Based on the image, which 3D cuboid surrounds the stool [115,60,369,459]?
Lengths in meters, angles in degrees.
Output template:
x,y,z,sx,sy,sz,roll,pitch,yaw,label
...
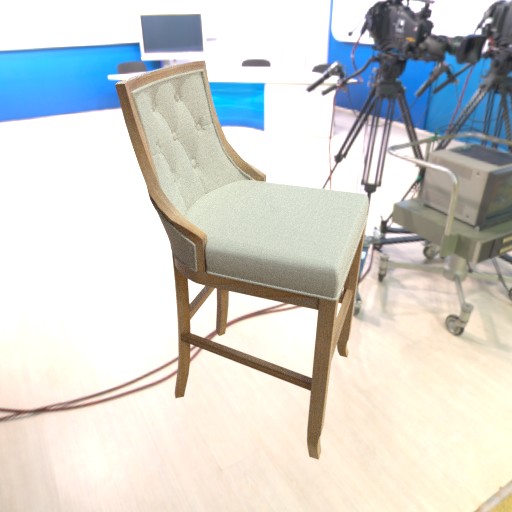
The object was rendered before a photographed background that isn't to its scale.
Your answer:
x,y,z,sx,sy,sz,roll,pitch,yaw,label
0.000,0.000,1.440,0.626,1.101,0.524,11,33,18,stool
